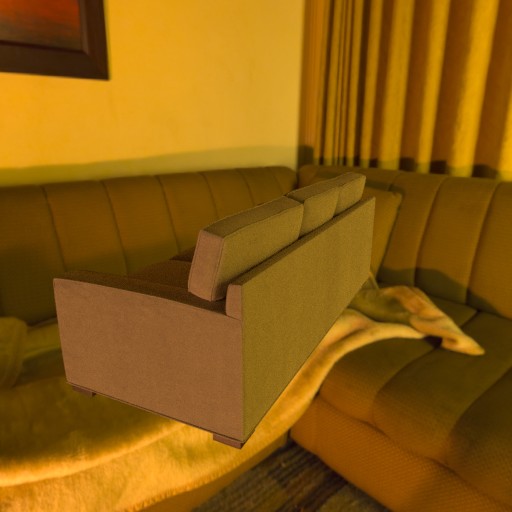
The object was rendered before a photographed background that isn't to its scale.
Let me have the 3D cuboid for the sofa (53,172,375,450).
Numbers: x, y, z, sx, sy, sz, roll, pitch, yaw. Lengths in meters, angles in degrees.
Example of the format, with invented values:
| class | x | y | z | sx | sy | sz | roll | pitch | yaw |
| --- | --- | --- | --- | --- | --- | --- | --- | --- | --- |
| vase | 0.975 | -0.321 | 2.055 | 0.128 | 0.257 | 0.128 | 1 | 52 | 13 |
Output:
| class | x | y | z | sx | sy | sz | roll | pitch | yaw |
| --- | --- | --- | --- | --- | --- | --- | --- | --- | --- |
| sofa | 0.000 | 0.000 | 2.623 | 0.936 | 0.862 | 2.093 | 8 | 19 | 25 |
